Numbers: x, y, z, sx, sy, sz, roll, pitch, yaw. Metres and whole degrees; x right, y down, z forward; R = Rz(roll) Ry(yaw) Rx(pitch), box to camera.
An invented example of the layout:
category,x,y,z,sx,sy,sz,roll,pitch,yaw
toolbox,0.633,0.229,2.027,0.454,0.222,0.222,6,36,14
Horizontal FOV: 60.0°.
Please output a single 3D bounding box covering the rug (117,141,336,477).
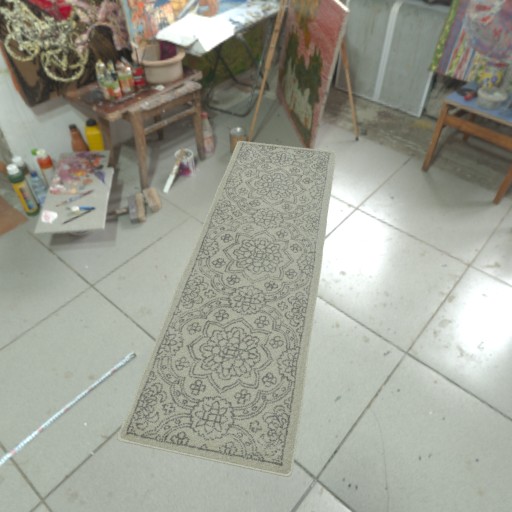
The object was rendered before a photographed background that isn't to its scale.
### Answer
category,x,y,z,sx,sy,sz,roll,pitch,yaw
rug,0.000,0.000,2.725,0.806,0.006,2.431,8,48,8
